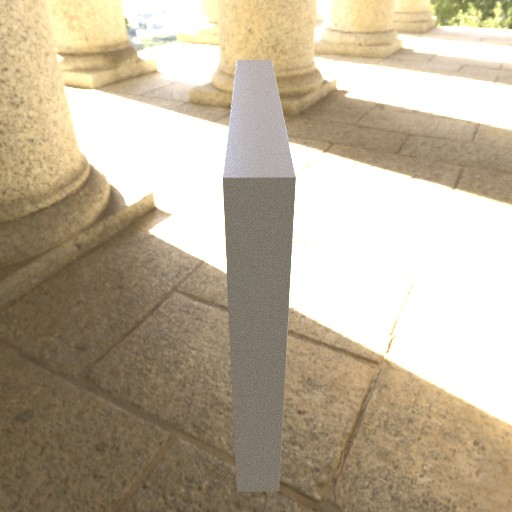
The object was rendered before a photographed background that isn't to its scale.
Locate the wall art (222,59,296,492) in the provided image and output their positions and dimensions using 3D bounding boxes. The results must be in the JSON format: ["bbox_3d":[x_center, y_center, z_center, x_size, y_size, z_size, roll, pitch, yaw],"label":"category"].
[{"bbox_3d":[0.000,0.000,0.438,0.038,0.305,0.305,0,34,-1],"label":"wall art"}]
